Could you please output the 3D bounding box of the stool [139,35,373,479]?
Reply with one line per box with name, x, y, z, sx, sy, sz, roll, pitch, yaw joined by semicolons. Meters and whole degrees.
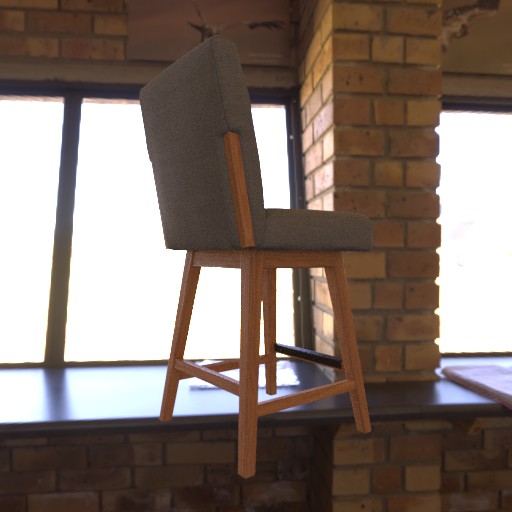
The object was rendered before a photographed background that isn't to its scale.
stool;0.000;0.000;1.316;0.570;1.019;0.459;0;0;-37
